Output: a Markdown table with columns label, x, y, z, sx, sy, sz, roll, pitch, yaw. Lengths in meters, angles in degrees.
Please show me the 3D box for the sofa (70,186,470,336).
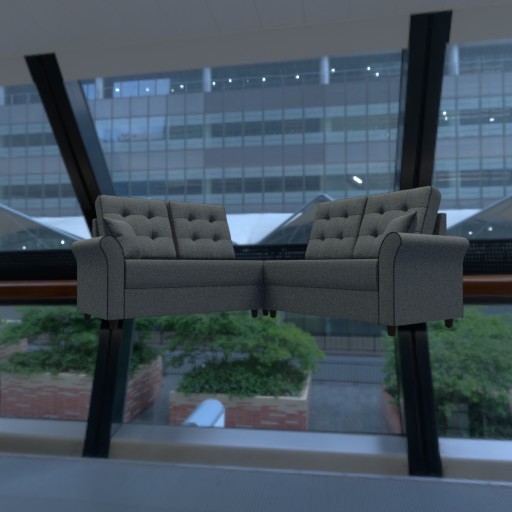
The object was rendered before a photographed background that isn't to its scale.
| label | x | y | z | sx | sy | sz | roll | pitch | yaw |
| --- | --- | --- | --- | --- | --- | --- | --- | --- | --- |
| sofa | 0.000 | 0.000 | 3.218 | 2.068 | 0.988 | 2.070 | 1 | -2 | -36 |
